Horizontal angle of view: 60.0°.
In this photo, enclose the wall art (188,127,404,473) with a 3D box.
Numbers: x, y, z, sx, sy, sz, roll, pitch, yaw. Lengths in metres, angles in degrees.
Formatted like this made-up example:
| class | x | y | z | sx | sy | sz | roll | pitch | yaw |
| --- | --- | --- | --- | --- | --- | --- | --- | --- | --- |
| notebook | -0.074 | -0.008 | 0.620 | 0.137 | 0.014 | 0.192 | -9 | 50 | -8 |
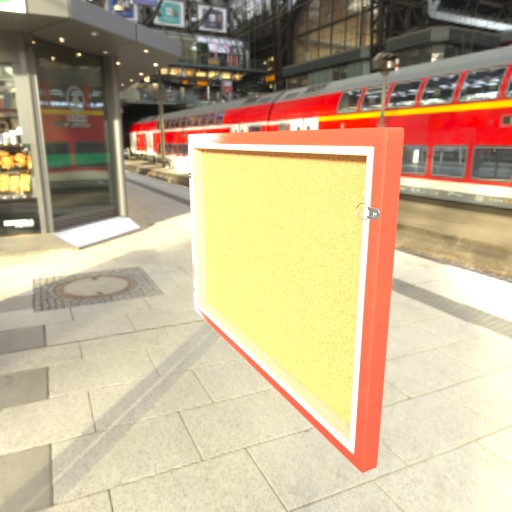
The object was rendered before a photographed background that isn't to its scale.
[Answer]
| class | x | y | z | sx | sy | sz | roll | pitch | yaw |
| --- | --- | --- | --- | --- | --- | --- | --- | --- | --- |
| wall art | 0.000 | 0.000 | 1.131 | 0.040 | 0.609 | 0.913 | -7 | 16 | -26 |
